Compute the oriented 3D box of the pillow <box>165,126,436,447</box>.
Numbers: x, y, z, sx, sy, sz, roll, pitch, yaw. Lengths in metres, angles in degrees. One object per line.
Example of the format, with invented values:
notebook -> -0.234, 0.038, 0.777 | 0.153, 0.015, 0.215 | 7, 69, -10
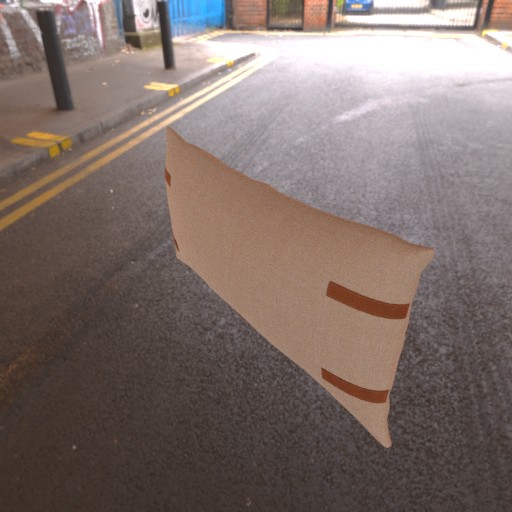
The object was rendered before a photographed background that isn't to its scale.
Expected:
pillow -> 0.000, 0.000, 0.729 | 0.148, 0.308, 0.612 | -20, 37, -30
